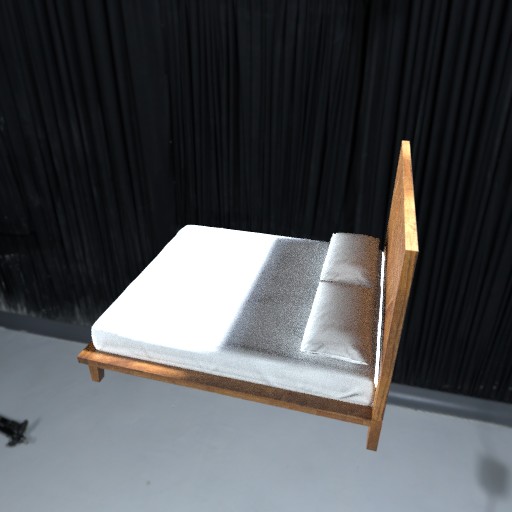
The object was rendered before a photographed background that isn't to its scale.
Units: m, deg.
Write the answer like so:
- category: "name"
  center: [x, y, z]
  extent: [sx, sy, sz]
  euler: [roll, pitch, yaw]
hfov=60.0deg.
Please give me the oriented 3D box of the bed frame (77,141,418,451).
- category: "bed frame"
  center: [0.000, 0.000, 3.684]
  extent: [2.235, 1.537, 2.038]
  euler: [8, 31, 13]
